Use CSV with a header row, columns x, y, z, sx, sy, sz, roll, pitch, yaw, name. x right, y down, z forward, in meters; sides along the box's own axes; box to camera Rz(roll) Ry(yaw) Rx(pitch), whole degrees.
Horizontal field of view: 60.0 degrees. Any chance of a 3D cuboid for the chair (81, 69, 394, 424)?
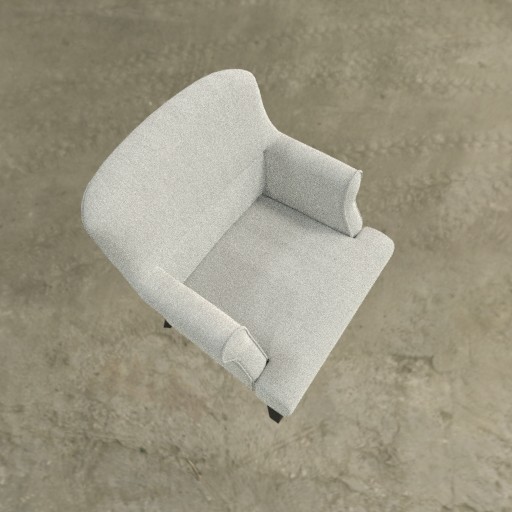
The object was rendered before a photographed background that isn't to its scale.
x,y,z,sx,sy,sz,roll,pitch,yaw,name
0.000,0.000,1.516,0.750,0.875,0.781,31,65,17,chair
